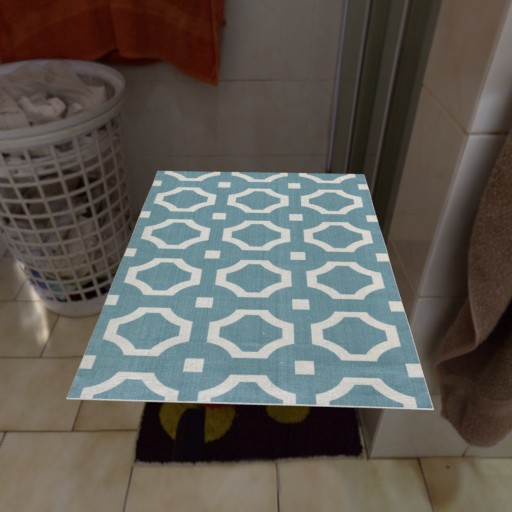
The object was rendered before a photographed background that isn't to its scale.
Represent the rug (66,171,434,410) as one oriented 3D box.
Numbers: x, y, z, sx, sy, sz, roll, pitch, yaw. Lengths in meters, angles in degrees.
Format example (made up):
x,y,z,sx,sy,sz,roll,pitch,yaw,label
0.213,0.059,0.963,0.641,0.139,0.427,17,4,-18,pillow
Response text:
x,y,z,sx,sy,sz,roll,pitch,yaw,label
0.000,0.000,4.120,2.466,0.021,3.049,1,41,1,rug
